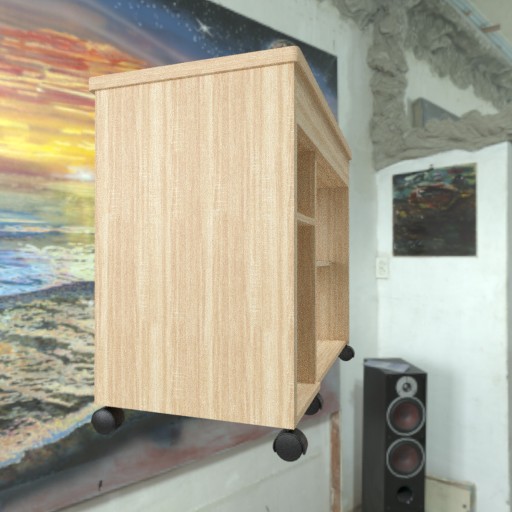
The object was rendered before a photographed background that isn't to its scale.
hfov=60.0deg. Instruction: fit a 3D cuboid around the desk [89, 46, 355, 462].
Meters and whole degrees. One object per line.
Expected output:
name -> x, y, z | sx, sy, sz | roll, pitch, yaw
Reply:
desk -> 0.000, 0.000, 1.302 | 0.480, 0.770, 0.884 | 0, 0, 19
